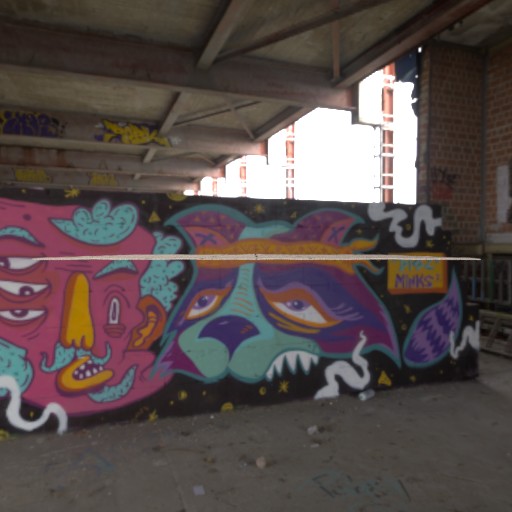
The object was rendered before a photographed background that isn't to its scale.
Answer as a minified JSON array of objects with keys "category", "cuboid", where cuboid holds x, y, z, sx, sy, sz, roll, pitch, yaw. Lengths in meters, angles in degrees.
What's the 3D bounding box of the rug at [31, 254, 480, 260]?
[{"category":"rug","cuboid":[0.000,0.000,4.210,3.061,0.022,2.468,0,1,0]}]
